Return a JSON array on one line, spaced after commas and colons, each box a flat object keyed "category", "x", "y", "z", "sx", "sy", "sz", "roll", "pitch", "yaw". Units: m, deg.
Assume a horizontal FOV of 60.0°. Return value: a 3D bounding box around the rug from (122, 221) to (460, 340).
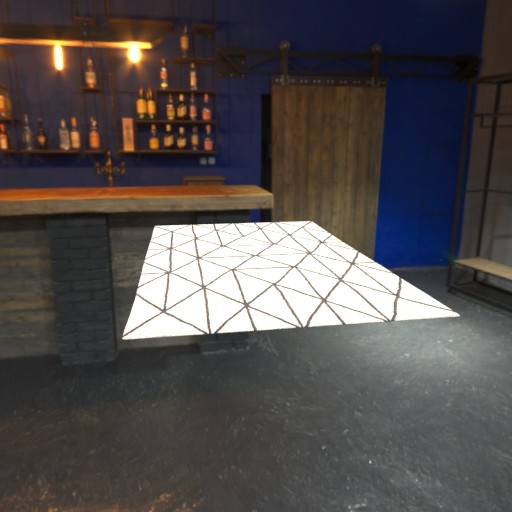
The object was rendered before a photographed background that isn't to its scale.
[{"category": "rug", "x": 0.000, "y": 0.000, "z": 3.122, "sx": 1.526, "sy": 0.008, "sz": 2.465, "roll": -2, "pitch": 15, "yaw": -9}]
